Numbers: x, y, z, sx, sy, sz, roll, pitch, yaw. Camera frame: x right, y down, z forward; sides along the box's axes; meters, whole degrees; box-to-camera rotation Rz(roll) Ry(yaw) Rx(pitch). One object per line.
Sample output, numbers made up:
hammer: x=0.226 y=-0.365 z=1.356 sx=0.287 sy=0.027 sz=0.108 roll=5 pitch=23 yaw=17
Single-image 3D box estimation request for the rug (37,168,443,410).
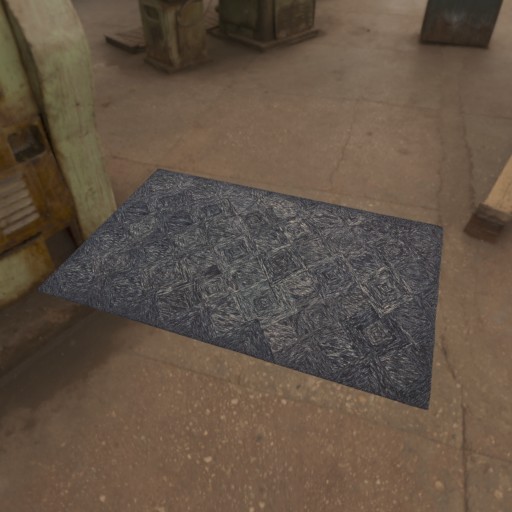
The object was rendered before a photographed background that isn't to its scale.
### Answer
rug: x=0.000 y=0.000 z=2.226 sx=1.754 sy=0.010 sz=1.139 roll=14 pitch=44 yaw=15
